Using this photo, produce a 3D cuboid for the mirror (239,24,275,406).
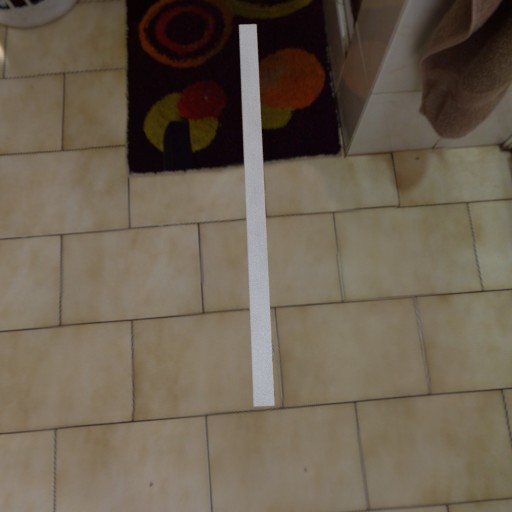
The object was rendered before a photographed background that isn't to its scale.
[{"bbox_3d":[0.000,0.000,1.338,0.041,1.016,0.762,-2,77,-1],"label":"mirror"}]
